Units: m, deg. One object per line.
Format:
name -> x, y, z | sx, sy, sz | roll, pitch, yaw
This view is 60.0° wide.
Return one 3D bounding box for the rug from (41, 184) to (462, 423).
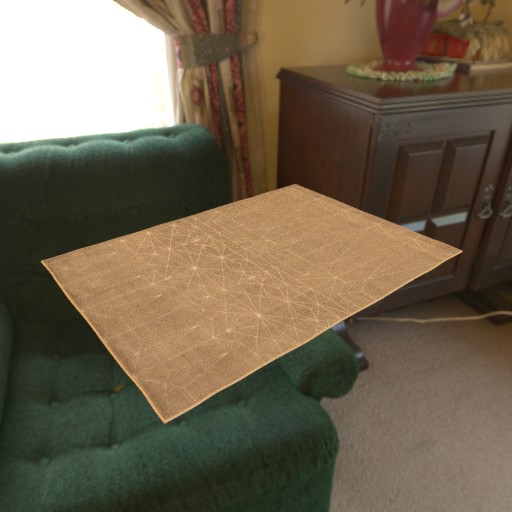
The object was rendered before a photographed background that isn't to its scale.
rug -> 0.000, 0.000, 4.348 | 3.357, 0.019, 2.449 | -22, 36, -33
